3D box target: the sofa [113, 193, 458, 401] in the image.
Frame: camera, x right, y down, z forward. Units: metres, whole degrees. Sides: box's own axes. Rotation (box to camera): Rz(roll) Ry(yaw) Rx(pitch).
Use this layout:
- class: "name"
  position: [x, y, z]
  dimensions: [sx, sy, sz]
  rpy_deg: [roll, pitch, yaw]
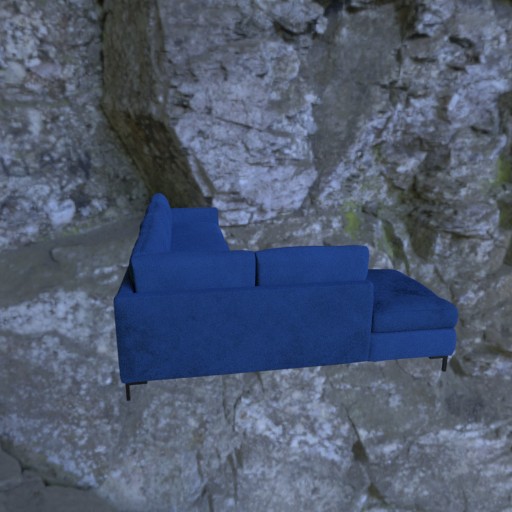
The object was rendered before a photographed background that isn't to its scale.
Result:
- class: "sofa"
  position: [0.000, 0.000, 3.876]
  dimensions: [2.007, 0.815, 2.949]
  rpy_deg: [-3, 16, -9]
